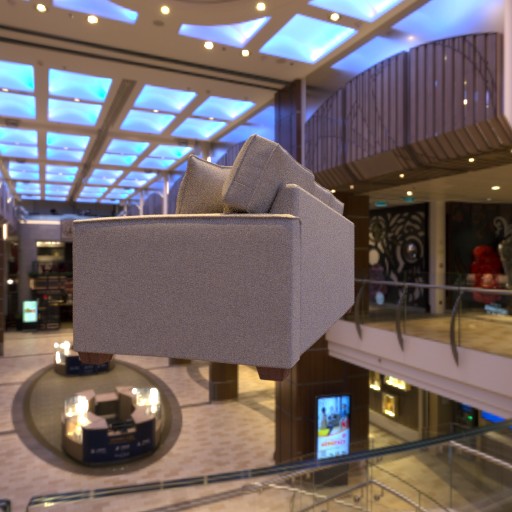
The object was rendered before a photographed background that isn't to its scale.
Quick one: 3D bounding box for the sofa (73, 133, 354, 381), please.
[{"bbox_3d":[0.000,0.000,2.895,1.061,0.962,2.317,0,0,18],"label":"sofa"}]
